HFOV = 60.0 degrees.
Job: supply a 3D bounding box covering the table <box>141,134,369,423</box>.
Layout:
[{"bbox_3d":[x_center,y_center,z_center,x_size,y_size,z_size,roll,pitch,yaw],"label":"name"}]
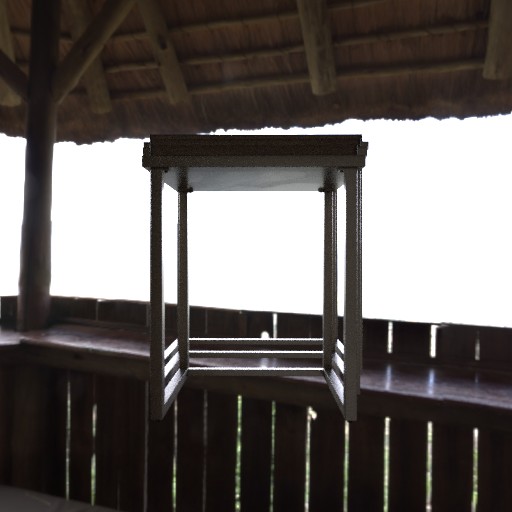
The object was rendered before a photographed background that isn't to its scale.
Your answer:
[{"bbox_3d":[0.000,0.000,1.148,0.559,0.610,0.706,0,0,1],"label":"table"}]
